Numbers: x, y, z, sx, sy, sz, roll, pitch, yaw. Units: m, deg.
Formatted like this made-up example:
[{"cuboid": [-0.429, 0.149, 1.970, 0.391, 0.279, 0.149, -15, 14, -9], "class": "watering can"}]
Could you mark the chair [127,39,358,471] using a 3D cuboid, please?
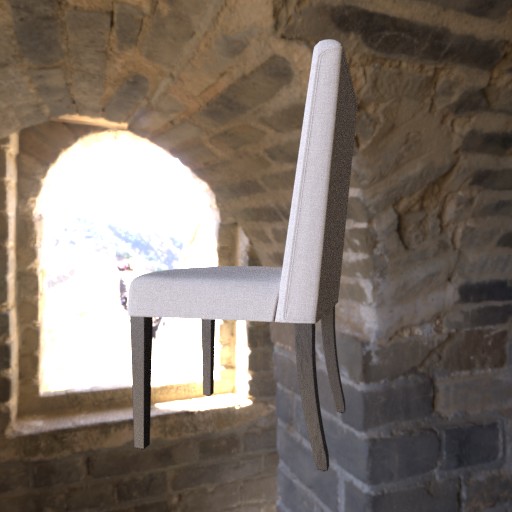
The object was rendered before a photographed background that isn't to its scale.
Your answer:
[{"cuboid": [0.000, 0.000, 1.237, 0.523, 0.961, 0.474, 0, 1, 17], "class": "chair"}]
